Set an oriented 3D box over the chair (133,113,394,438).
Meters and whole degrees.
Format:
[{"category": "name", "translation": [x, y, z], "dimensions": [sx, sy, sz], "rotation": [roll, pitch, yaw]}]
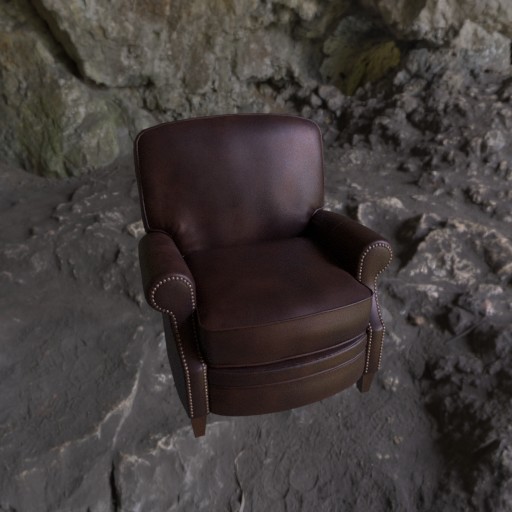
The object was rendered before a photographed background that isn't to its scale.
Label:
[{"category": "chair", "translation": [0.000, 0.000, 1.814], "dimensions": [0.936, 1.018, 0.986], "rotation": [-9, 29, -16]}]
